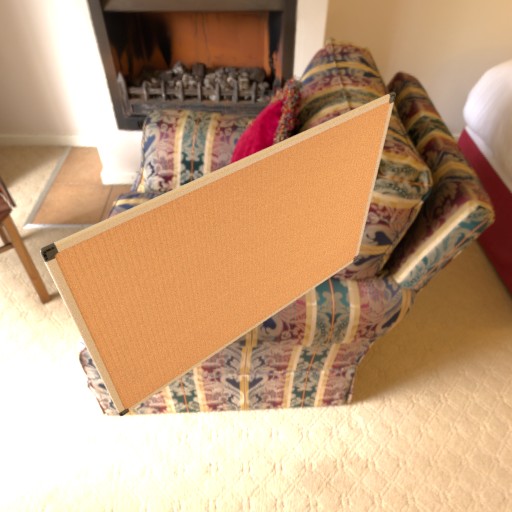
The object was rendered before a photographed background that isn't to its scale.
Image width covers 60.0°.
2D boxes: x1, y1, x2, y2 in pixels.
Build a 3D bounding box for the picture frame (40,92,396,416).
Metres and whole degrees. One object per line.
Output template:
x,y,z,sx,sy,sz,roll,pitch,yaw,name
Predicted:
0.000,0.000,1.125,0.900,0.600,0.010,-30,52,-26,picture frame
